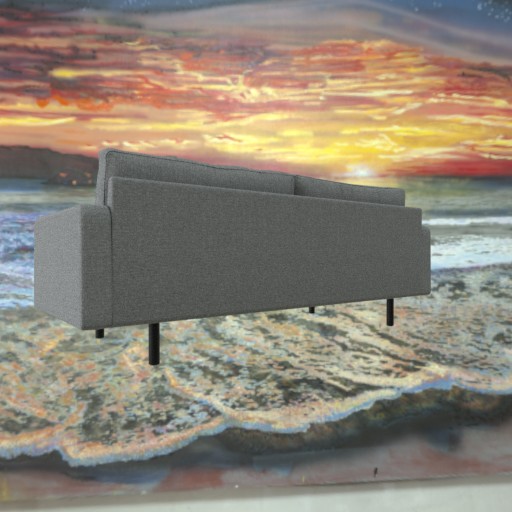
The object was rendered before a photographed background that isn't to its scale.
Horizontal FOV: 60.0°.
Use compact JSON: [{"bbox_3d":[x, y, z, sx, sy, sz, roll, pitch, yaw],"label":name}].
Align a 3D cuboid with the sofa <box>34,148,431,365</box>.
[{"bbox_3d":[0.000,0.000,2.568,2.200,0.880,0.880,0,1,-37],"label":"sofa"}]
